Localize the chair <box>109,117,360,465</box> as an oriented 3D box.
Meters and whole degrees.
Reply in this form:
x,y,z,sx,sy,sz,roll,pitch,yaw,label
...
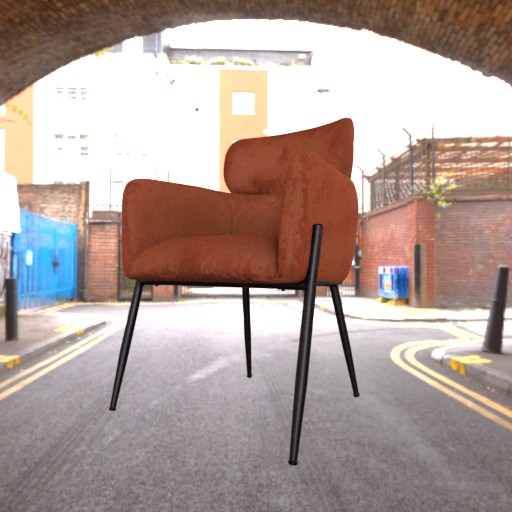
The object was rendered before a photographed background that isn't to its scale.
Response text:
x,y,z,sx,sy,sz,roll,pitch,yaw,label
0.000,0.000,1.160,0.561,0.772,0.523,-1,-2,36,chair
